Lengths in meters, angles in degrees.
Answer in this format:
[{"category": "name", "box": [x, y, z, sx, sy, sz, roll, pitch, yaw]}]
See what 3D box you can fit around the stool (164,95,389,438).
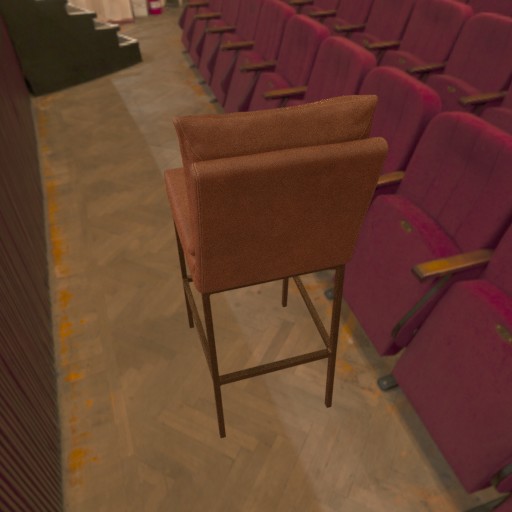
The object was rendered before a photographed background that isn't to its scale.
[{"category": "stool", "box": [0.000, 0.000, 1.410, 0.463, 1.124, 0.571, -11, 42, -13]}]
